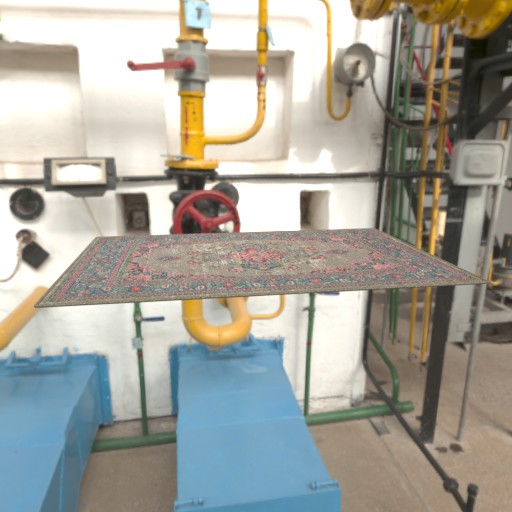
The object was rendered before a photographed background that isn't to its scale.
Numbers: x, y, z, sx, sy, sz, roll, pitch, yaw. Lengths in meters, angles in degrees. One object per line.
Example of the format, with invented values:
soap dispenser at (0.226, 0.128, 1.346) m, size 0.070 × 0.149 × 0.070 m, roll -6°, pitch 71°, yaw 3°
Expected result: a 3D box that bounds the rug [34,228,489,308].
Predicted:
rug at (0.000, 0.000, 2.213) m, size 1.748 × 0.014 × 1.144 m, roll -2°, pitch 15°, yaw -9°
